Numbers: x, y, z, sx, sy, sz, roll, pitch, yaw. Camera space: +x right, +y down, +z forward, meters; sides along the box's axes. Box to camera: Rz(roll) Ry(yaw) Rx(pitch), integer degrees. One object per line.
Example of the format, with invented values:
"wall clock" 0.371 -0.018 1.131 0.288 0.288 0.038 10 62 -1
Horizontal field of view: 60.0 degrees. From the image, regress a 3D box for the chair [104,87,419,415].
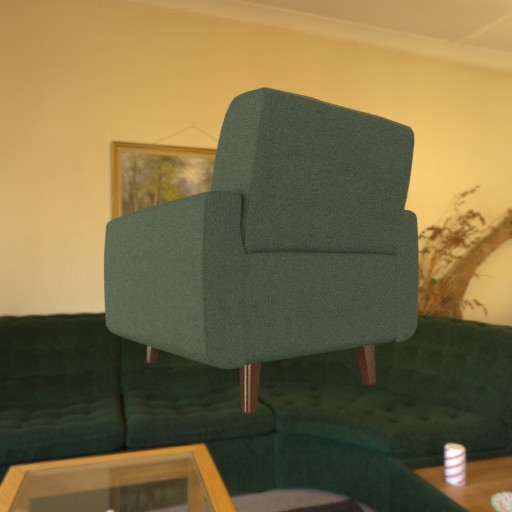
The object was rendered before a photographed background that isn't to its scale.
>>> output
"chair" 0.000 0.000 1.578 0.831 0.841 0.909 0 -1 -35
